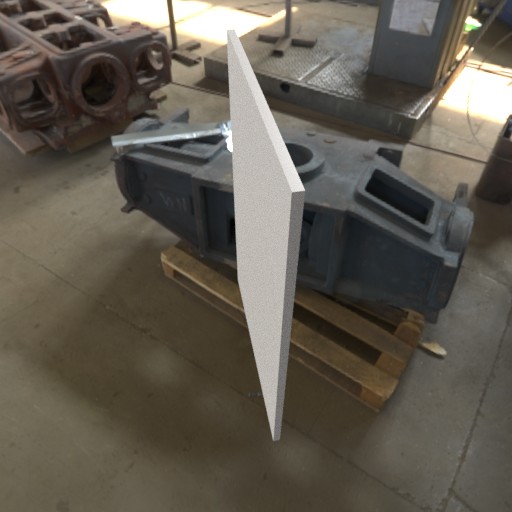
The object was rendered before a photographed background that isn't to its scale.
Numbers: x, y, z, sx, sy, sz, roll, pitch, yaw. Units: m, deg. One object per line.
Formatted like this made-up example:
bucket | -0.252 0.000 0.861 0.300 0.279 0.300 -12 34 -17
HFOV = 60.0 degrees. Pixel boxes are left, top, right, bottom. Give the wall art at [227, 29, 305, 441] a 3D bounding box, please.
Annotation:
wall art | 0.000 0.000 0.607 0.010 0.474 0.325 -8 47 -8
